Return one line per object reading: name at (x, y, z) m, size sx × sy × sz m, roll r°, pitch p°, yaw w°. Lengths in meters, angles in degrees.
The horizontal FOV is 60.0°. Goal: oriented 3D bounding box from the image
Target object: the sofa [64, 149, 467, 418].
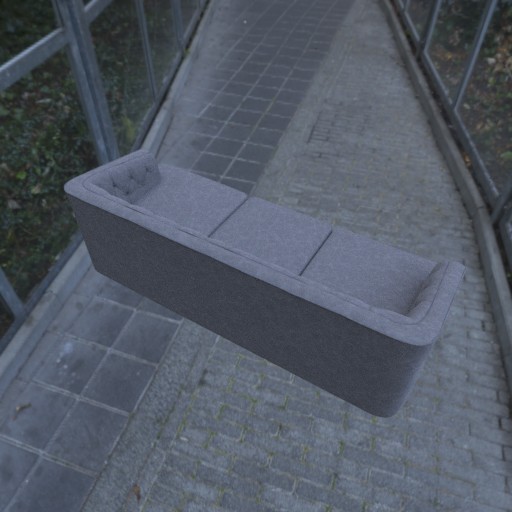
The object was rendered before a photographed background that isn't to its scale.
sofa at (0.000, 0.000, 2.716) m, size 2.247 × 0.806 × 0.917 m, roll 23°, pitch 49°, yaw 22°
